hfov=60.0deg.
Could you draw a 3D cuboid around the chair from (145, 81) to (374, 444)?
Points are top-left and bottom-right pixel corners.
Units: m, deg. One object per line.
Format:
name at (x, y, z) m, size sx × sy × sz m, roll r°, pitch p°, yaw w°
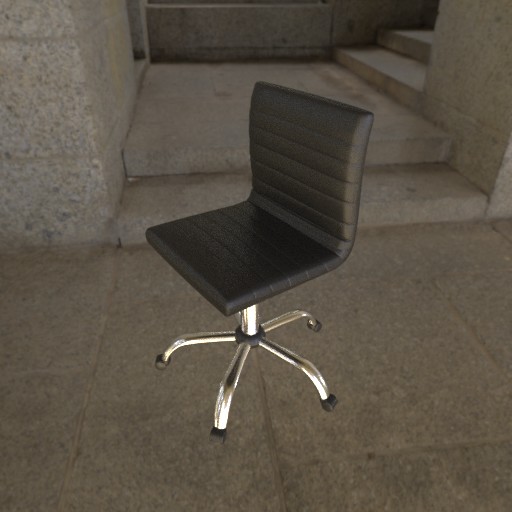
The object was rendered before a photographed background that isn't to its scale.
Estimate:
chair at (0.000, 0.000, 1.159) m, size 0.530 × 0.780 × 0.556 m, roll -22°, pitch 39°, yaw -30°
